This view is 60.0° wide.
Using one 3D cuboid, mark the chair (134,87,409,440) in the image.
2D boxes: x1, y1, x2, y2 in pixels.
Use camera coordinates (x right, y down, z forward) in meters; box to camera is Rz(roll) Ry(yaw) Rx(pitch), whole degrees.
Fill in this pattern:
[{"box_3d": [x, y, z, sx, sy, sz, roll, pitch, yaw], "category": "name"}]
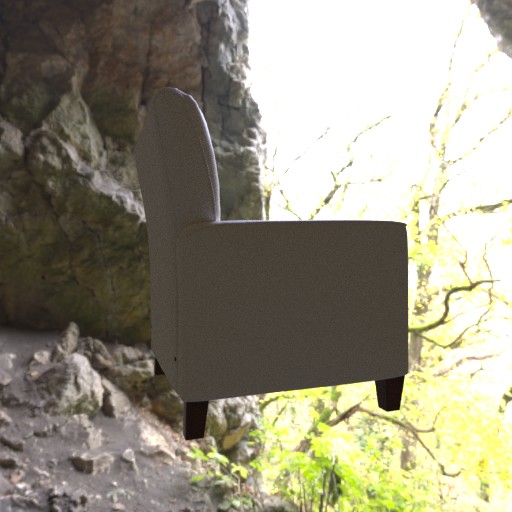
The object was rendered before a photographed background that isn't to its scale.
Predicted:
[{"box_3d": [0.000, 0.000, 1.697, 0.858, 1.028, 0.841, 0, 0, -20], "category": "chair"}]
